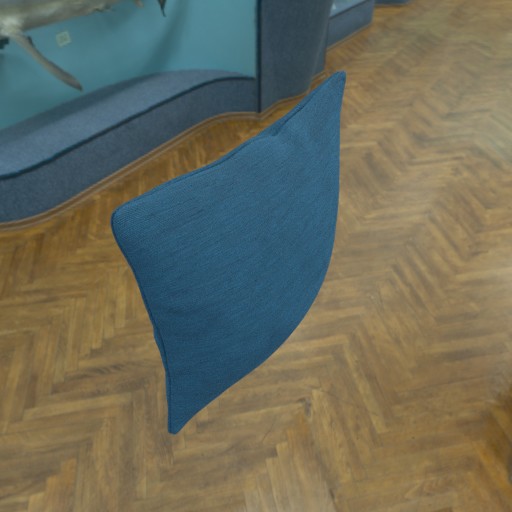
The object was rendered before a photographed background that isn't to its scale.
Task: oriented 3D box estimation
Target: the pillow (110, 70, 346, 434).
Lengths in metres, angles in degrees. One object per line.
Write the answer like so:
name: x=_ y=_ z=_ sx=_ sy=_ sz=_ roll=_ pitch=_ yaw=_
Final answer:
pillow: x=0.000 y=0.000 z=0.657 sx=0.177 sy=0.420 sz=0.437 roll=26 pitch=48 yaw=26
